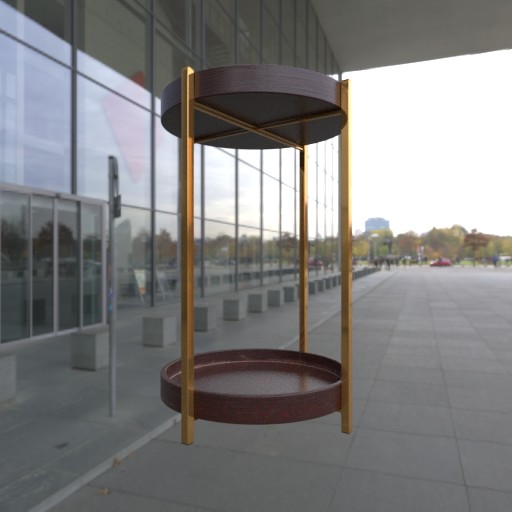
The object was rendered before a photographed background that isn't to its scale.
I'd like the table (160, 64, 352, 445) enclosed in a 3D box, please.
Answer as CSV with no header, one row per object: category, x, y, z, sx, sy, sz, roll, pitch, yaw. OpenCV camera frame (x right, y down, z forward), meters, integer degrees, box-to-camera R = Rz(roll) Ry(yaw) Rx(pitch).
table,0.000,0.000,0.879,0.400,0.610,0.400,0,0,35
